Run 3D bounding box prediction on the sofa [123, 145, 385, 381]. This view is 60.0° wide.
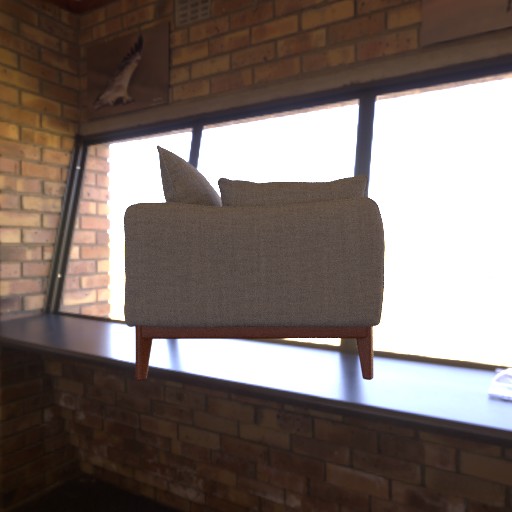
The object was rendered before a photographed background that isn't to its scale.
[{"bbox_3d":[0.000,0.000,2.511,0.972,0.851,1.989,0,1,-1],"label":"sofa"}]
